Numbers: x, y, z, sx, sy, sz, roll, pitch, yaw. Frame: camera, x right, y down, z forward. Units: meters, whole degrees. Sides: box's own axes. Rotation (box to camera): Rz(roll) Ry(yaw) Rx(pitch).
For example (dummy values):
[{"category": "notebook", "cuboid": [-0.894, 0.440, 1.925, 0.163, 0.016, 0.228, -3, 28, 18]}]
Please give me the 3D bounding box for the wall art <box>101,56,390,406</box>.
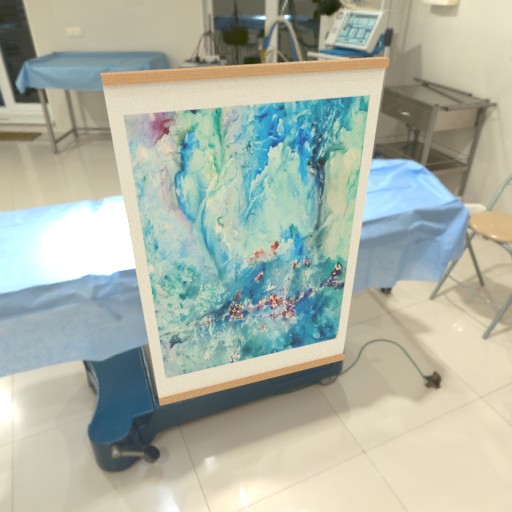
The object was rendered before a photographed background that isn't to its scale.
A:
[{"category": "wall art", "cuboid": [0.000, 0.000, 0.636, 0.335, 0.510, 0.013, -10, 34, -15]}]
